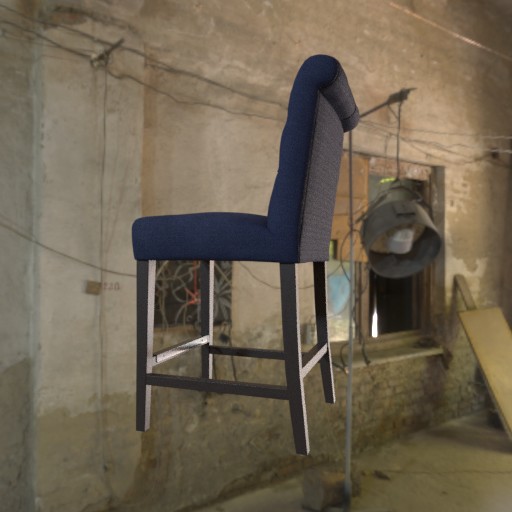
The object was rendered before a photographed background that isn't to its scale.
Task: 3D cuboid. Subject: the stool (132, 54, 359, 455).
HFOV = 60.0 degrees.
[{"bbox_3d":[0.000,0.000,1.389,0.601,1.010,0.493,0,0,19],"label":"stool"}]
